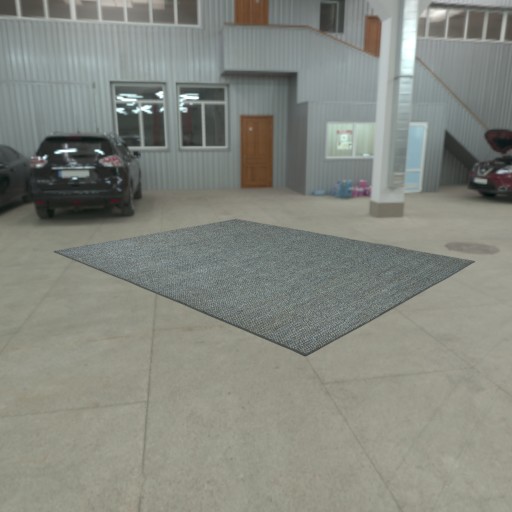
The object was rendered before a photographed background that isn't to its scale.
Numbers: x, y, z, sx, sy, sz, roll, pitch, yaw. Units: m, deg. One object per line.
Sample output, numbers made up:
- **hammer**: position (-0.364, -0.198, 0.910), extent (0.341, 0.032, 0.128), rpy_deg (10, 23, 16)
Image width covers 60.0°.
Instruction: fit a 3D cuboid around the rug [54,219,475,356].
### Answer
- **rug**: position (0.000, 0.000, 4.101), extent (3.068, 0.021, 2.456), rpy_deg (14, 20, 42)
